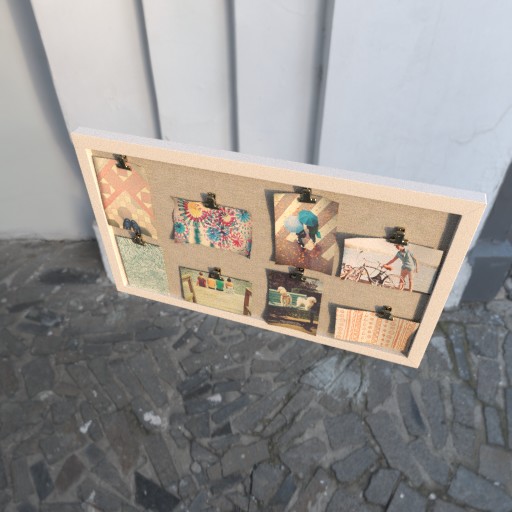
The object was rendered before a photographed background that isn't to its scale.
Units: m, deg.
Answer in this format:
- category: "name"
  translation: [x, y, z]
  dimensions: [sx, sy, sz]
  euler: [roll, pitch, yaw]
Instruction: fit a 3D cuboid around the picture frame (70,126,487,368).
- category: "picture frame"
  translation: [0.000, 0.000, 0.791]
  dimensions: [0.647, 0.379, 0.044]
  euler: [12, 43, 14]
